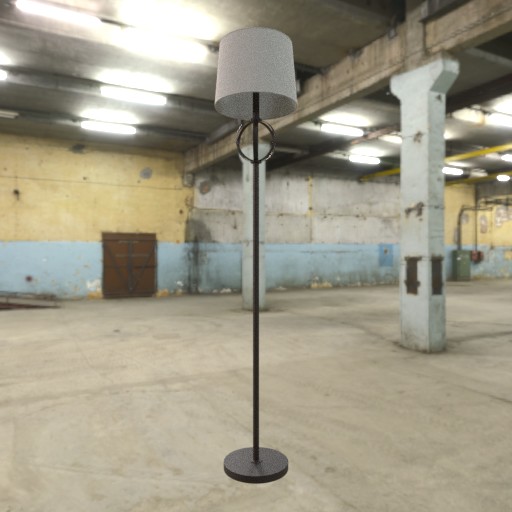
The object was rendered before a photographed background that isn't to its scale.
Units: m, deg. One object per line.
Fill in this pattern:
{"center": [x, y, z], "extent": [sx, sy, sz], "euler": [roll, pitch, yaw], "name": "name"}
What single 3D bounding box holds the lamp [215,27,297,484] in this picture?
{"center": [0.000, 0.000, 1.537], "extent": [0.286, 1.462, 0.286], "euler": [0, 0, 0], "name": "lamp"}
